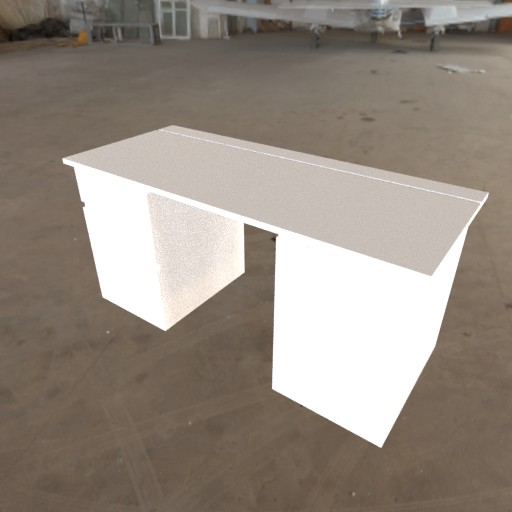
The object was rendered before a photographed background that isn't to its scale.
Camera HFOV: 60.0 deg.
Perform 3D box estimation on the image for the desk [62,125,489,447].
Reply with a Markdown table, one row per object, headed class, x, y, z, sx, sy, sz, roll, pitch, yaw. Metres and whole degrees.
| class | x | y | z | sx | sy | sz | roll | pitch | yaw |
| --- | --- | --- | --- | --- | --- | --- | --- | --- | --- |
| desk | 0.000 | 0.000 | 1.951 | 1.580 | 0.760 | 0.670 | 20 | 37 | 30 |
